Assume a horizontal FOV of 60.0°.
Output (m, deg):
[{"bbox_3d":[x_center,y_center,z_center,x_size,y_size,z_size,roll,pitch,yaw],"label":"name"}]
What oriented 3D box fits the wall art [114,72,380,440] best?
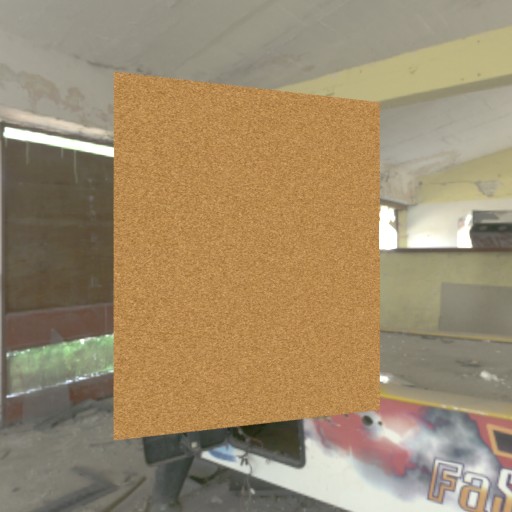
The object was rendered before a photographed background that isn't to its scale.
[{"bbox_3d":[0.000,0.000,0.765,0.467,0.567,0.033,0,0,-17],"label":"wall art"}]
